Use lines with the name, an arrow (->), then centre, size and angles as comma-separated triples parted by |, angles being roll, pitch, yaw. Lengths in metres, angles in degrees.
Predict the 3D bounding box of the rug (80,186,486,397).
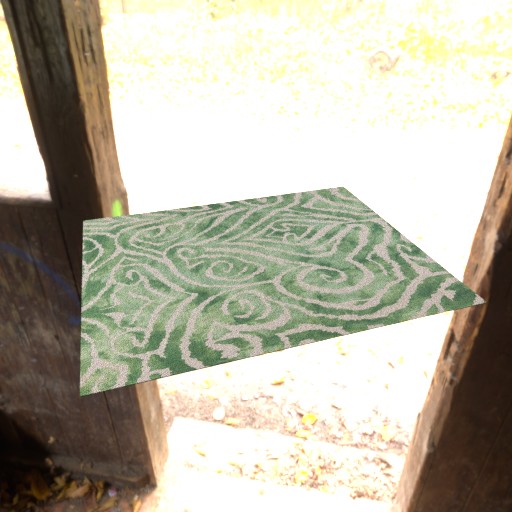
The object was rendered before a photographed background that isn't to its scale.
rug -> 0.000, 0.000, 4.088 | 3.045, 0.007, 2.436 | -10, 33, -15
